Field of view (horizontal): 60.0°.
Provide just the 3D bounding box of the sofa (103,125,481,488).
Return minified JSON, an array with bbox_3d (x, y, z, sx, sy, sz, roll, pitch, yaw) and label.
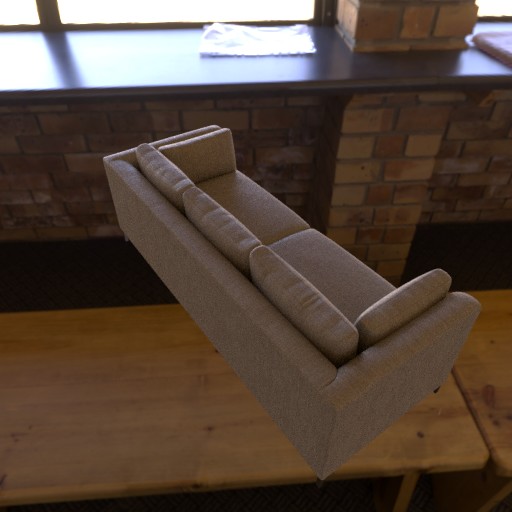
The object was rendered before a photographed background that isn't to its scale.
[{"bbox_3d":[0.000,0.000,2.832,0.969,0.867,2.415,-25,47,-26],"label":"sofa"}]
